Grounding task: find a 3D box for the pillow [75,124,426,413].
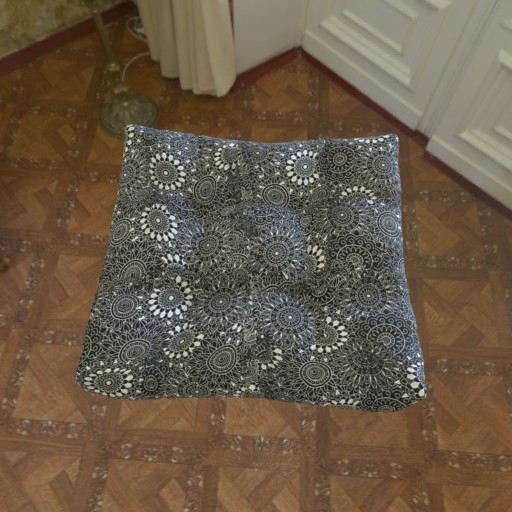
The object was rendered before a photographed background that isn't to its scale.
[{"bbox_3d":[0.000,0.000,0.723,0.490,0.128,0.468,2,64,1],"label":"pillow"}]
